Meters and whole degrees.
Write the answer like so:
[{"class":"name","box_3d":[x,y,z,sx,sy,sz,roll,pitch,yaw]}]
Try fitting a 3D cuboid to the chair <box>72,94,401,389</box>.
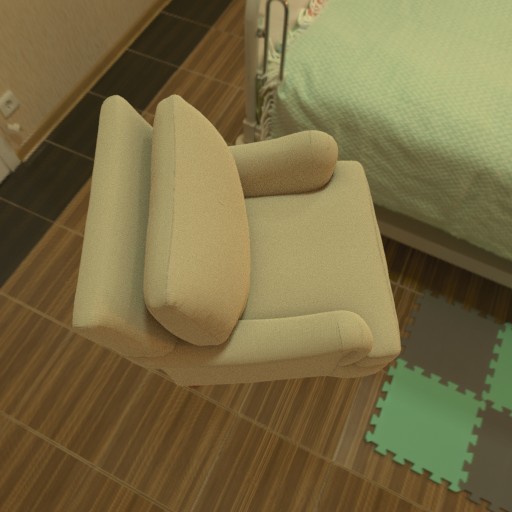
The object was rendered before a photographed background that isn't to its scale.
[{"class":"chair","box_3d":[0.000,0.000,1.823,1.070,1.038,0.955,-3,63,-2]}]
